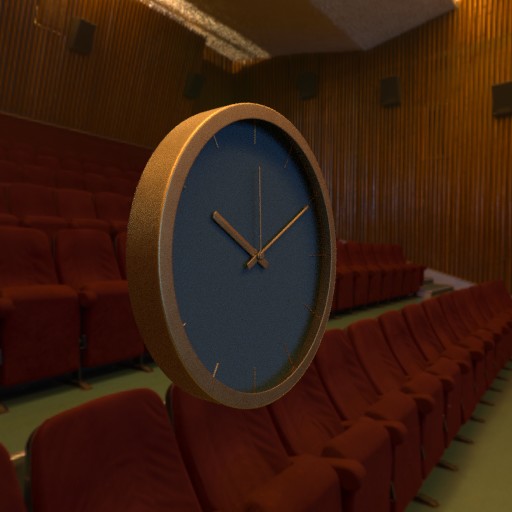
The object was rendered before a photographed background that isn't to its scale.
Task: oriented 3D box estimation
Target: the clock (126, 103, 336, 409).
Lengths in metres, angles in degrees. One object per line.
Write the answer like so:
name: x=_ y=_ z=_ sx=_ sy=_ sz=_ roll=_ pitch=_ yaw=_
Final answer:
clock: x=0.000 y=0.000 z=0.482 sx=0.040 sy=0.314 sz=0.314 roll=0 pitch=0 yaw=36
